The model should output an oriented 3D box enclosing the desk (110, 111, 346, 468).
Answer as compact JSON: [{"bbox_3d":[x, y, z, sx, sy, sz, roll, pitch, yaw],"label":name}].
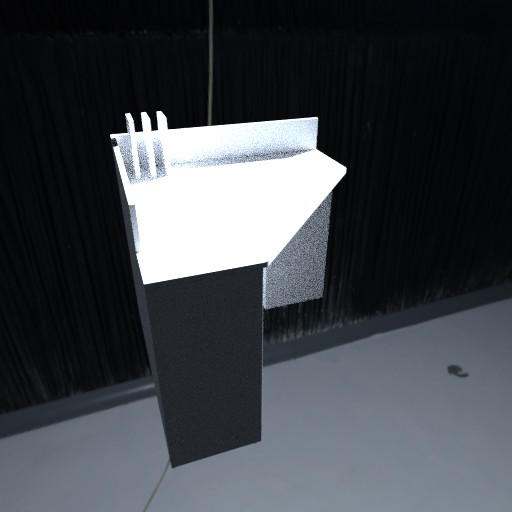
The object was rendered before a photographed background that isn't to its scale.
[{"bbox_3d":[0.000,0.000,1.782,0.940,0.986,0.940,-10,31,-17],"label":"desk"}]
